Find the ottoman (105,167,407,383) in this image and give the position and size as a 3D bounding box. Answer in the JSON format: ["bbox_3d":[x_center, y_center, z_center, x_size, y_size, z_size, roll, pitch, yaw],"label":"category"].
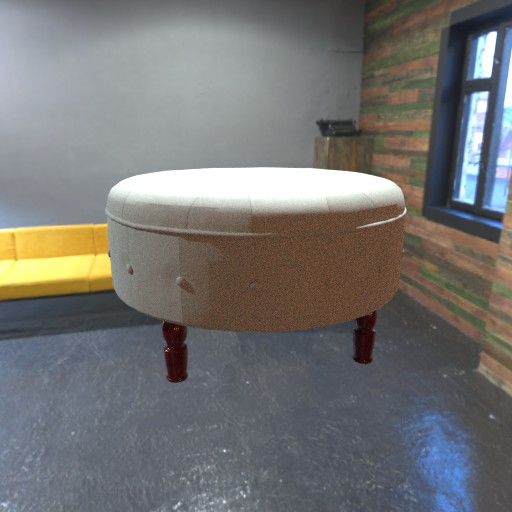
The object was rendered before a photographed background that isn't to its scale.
[{"bbox_3d":[0.000,0.000,1.358,0.850,0.483,0.850,0,16,0],"label":"ottoman"}]
